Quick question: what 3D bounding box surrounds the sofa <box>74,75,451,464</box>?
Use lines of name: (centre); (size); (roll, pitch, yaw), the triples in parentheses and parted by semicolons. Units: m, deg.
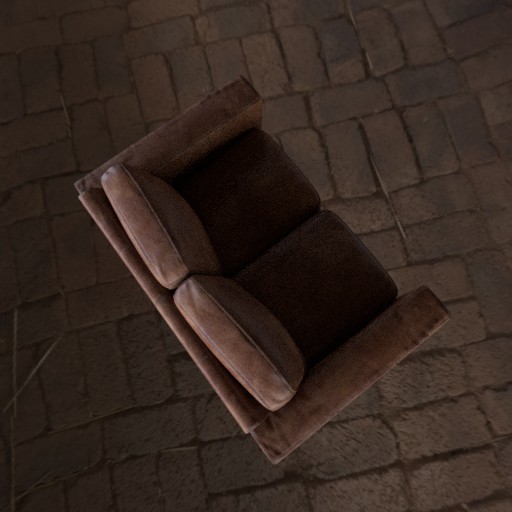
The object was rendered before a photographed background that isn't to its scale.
sofa: (0.000, 0.000, 2.258); (1.041, 0.889, 1.626); (-36, 78, -9)
